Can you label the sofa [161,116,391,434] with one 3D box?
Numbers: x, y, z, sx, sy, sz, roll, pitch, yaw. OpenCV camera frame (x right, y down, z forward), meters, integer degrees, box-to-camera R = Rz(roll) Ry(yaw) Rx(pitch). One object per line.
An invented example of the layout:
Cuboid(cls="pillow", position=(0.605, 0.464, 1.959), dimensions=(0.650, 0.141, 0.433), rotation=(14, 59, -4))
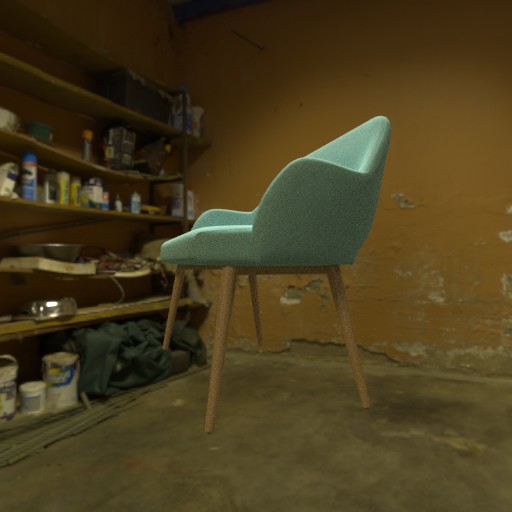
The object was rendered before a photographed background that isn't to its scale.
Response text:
Cuboid(cls="sofa", position=(0.000, 0.000, 1.600), dimensions=(0.610, 0.840, 1.150), rotation=(0, -1, -17))
